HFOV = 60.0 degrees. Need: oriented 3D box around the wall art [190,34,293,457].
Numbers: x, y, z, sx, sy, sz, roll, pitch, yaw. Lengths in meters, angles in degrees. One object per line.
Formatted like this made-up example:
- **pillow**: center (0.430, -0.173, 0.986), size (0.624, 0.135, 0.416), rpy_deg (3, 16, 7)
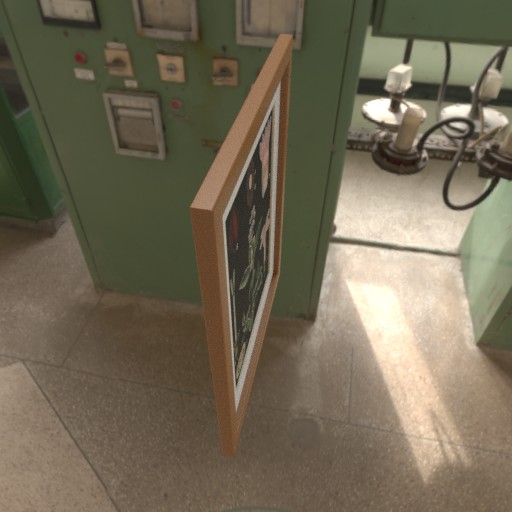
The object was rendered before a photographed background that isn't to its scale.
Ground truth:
- **wall art**: center (0.000, 0.000, 0.736), size (0.021, 0.550, 0.449), rpy_deg (9, 45, 9)
